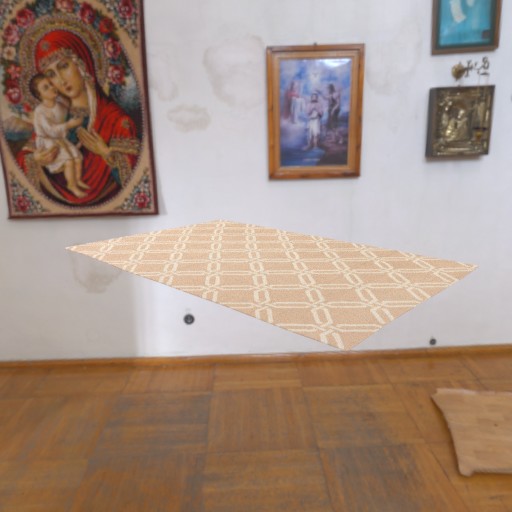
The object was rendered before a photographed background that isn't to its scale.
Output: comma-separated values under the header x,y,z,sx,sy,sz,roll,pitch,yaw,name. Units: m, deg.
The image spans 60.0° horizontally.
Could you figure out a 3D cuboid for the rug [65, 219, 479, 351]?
x,y,z,sx,sy,sz,roll,pitch,yaw,name
0.000,0.000,2.194,1.745,0.010,1.146,13,20,41,rug
